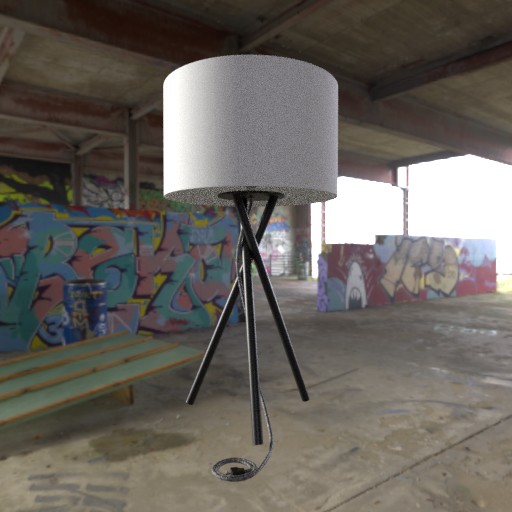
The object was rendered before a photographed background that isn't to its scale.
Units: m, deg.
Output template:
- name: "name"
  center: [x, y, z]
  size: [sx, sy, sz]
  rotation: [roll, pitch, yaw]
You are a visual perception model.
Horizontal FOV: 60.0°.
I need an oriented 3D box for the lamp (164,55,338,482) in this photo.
- name: "lamp"
  center: [0.000, 0.000, 0.885]
  size: [0.353, 0.674, 0.422]
  rotation: [0, 1, -17]
